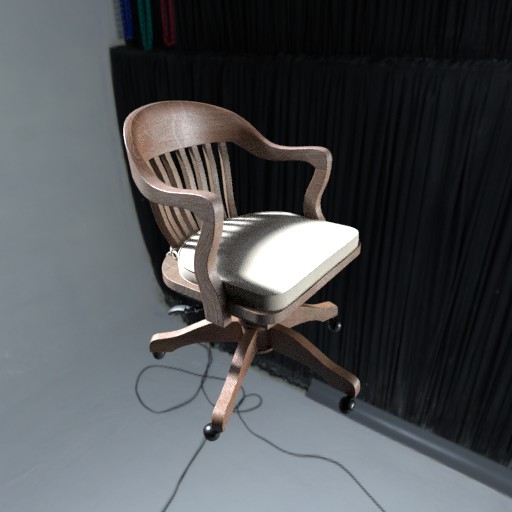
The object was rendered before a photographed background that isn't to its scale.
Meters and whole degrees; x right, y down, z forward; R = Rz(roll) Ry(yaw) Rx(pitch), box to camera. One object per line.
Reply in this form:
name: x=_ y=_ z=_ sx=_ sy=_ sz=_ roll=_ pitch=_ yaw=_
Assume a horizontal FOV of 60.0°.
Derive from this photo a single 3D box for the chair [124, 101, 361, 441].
chair: x=0.000 y=0.000 z=1.422 sx=0.788 sy=0.878 sz=0.750 roll=18 pitch=32 yaw=31
